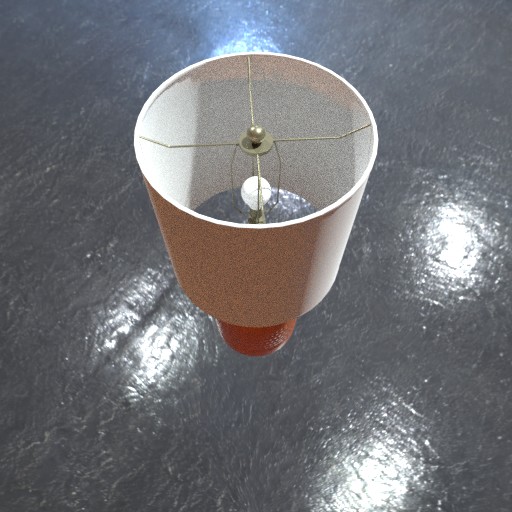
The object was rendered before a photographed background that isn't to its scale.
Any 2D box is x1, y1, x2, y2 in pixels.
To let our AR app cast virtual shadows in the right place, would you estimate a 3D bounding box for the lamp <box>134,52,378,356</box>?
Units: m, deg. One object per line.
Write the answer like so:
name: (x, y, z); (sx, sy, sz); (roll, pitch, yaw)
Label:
lamp: (0.000, 0.000, 1.139); (0.418, 0.871, 0.418); (31, 64, 17)
